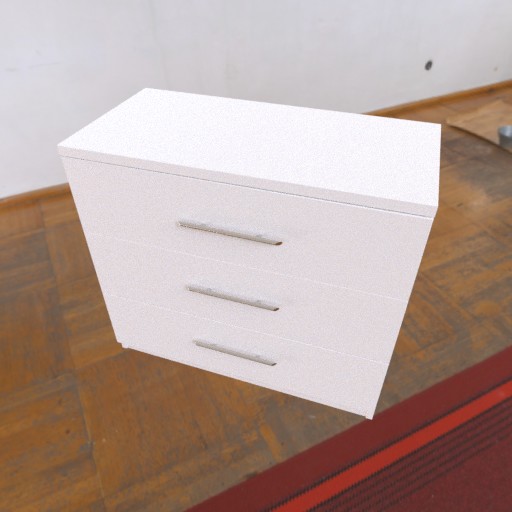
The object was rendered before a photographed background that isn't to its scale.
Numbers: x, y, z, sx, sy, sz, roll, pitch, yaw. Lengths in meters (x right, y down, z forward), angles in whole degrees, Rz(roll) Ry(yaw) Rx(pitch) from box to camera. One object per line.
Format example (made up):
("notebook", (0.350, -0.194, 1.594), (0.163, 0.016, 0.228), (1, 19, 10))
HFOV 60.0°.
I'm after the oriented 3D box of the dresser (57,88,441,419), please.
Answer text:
("dresser", (0.000, 0.000, 1.285), (0.830, 0.740, 0.420), (12, 41, 14))
